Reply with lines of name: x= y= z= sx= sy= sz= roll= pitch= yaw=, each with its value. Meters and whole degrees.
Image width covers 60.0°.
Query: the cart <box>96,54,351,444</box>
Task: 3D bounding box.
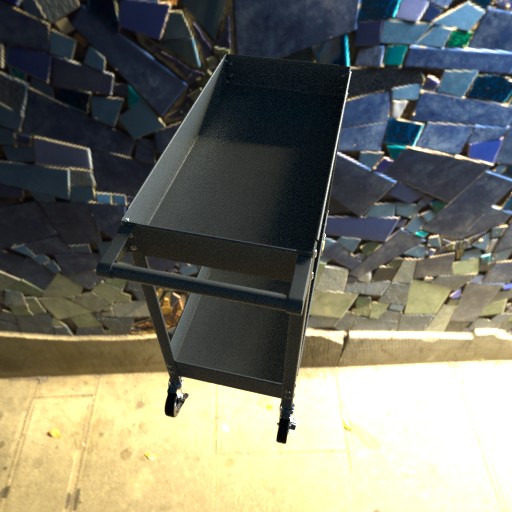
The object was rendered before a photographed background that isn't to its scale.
cart: x=0.000 y=0.000 z=1.185 sx=0.366 sy=0.719 sz=0.779 roll=10 pitch=49 yaw=9
